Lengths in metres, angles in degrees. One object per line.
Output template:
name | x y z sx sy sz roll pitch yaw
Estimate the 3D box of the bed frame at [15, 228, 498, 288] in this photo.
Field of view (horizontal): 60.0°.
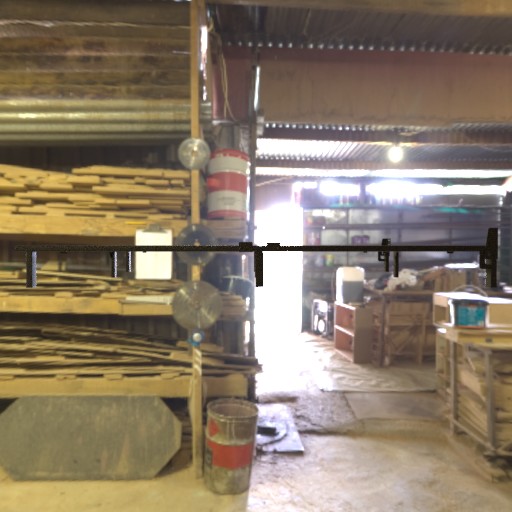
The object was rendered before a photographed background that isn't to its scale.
bed frame | 0.000 0.000 2.570 1.990 0.248 1.498 0 1 -1
